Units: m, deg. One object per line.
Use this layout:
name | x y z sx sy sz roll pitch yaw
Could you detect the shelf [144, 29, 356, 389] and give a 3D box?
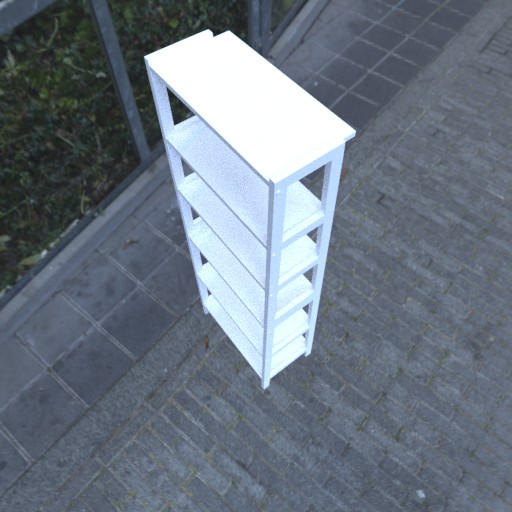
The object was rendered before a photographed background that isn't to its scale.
shelf | 0.000 0.000 2.109 0.381 1.892 0.660 -33 64 -19
